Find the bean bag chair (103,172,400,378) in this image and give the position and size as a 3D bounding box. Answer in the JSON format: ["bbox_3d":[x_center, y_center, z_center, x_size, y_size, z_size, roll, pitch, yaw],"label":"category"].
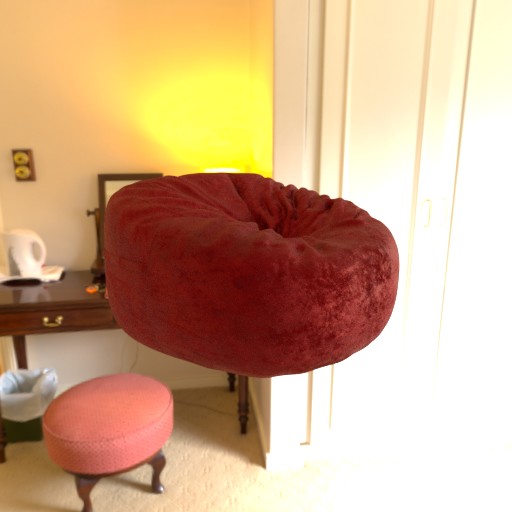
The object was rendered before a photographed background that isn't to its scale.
[{"bbox_3d":[0.000,0.000,2.474,1.524,0.878,1.524,13,18,42],"label":"bean bag chair"}]
